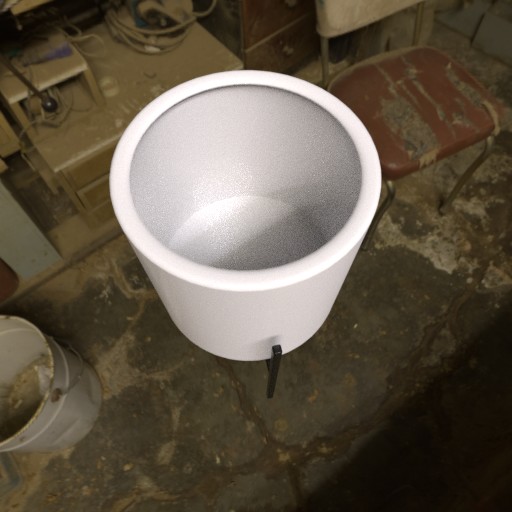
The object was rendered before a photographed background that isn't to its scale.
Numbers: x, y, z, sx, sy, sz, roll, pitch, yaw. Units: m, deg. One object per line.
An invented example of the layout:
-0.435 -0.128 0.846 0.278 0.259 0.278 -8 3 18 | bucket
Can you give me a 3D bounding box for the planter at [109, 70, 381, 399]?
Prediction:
0.000 0.000 0.517 0.239 0.356 0.239 -34 68 -16 | planter
